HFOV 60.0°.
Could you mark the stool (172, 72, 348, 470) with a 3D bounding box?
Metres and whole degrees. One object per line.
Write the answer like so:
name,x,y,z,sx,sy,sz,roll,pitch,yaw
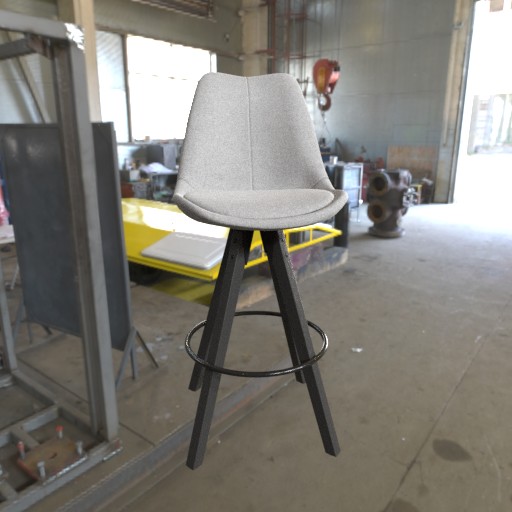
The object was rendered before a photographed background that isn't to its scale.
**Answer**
stool,0.000,0.000,1.372,0.485,1.115,0.550,-2,16,-7
